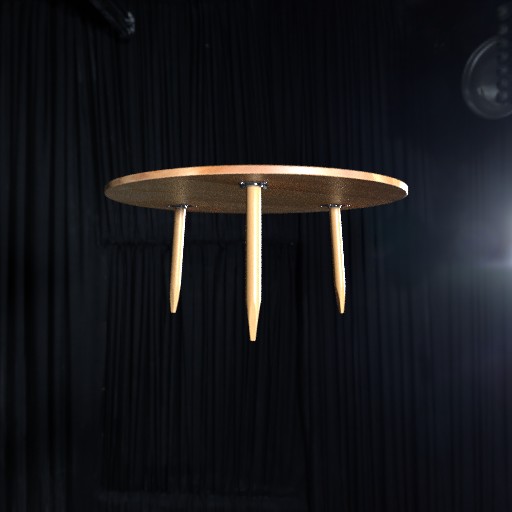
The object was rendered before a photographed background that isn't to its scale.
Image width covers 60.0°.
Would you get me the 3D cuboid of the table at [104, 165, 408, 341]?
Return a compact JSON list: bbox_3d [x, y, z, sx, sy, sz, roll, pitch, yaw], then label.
[{"bbox_3d":[0.000,0.000,1.392,0.900,0.400,0.900,0,0,0],"label":"table"}]
